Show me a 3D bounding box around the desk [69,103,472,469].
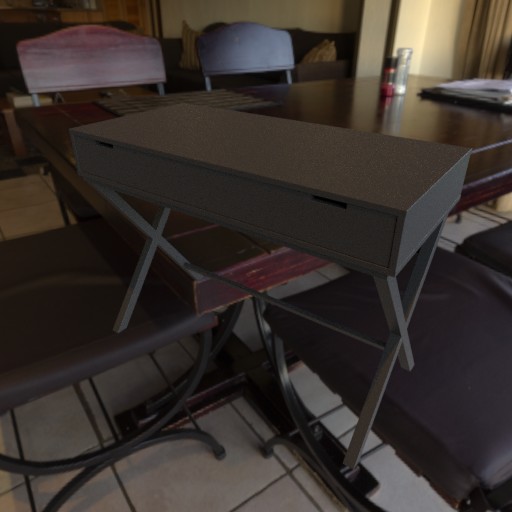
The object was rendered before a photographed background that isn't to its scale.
[{"bbox_3d":[0.000,0.000,1.465,1.057,0.780,0.504,20,35,31],"label":"desk"}]
